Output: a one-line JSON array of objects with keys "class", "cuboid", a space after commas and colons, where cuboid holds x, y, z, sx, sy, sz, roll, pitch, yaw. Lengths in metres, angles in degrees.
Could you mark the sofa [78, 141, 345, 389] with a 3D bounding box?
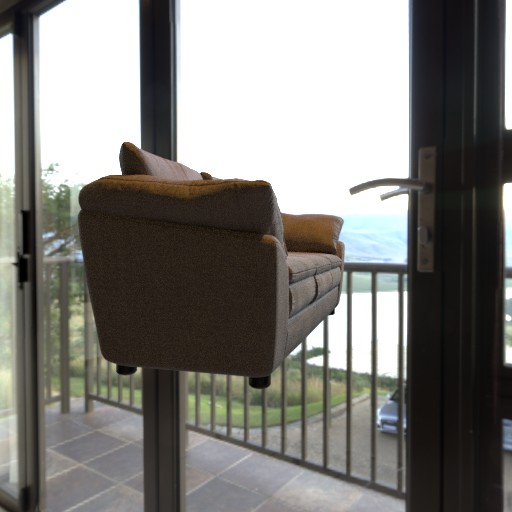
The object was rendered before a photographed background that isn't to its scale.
[{"class": "sofa", "cuboid": [0.000, 0.000, 2.771, 0.878, 0.996, 2.334, 0, 1, 18]}]
